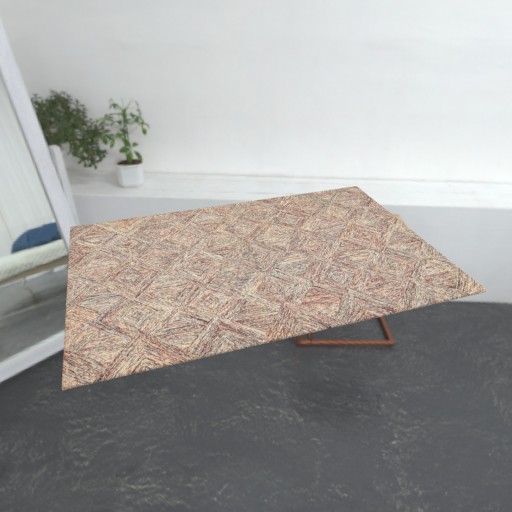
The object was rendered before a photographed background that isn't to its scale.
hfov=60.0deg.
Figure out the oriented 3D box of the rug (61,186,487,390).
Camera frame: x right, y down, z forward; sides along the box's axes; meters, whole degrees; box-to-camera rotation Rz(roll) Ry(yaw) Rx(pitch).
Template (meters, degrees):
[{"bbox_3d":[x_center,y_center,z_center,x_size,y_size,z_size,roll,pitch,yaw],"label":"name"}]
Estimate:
[{"bbox_3d":[0.000,0.000,2.846,2.285,0.019,1.523,-10,34,-15],"label":"rug"}]
